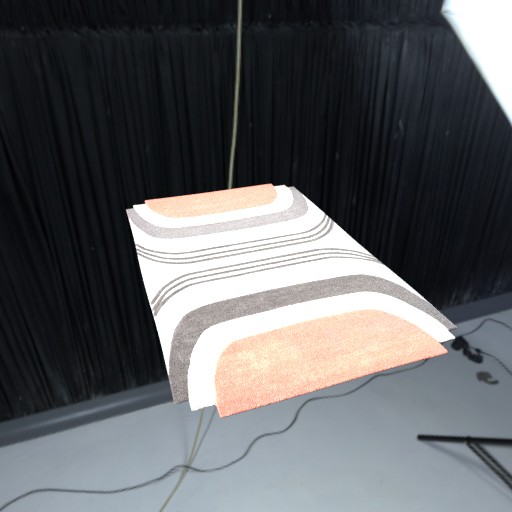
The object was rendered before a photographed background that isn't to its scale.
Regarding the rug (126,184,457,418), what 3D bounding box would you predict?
[{"bbox_3d":[0.000,0.000,3.041,1.530,0.017,2.446,-10,32,-17],"label":"rug"}]
